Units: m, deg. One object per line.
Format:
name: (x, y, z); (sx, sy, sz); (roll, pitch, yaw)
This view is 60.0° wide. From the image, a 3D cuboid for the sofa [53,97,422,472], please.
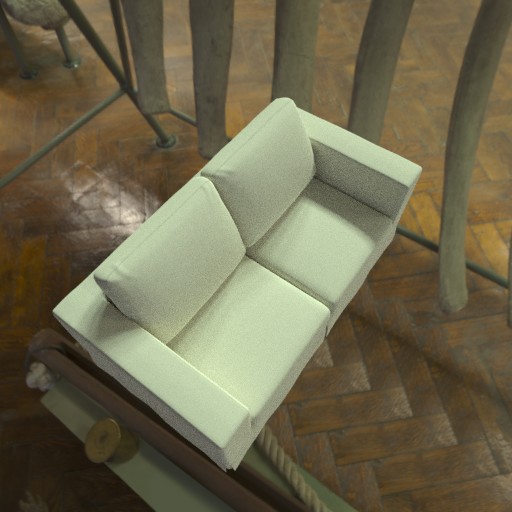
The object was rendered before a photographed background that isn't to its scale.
sofa: (0.000, 0.000, 2.394); (1.009, 0.932, 1.813); (32, 64, 18)
